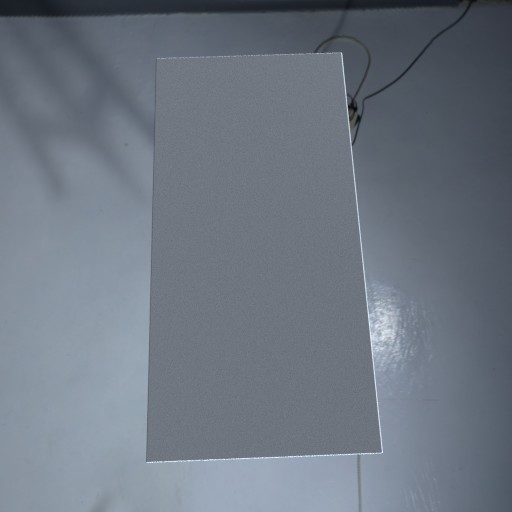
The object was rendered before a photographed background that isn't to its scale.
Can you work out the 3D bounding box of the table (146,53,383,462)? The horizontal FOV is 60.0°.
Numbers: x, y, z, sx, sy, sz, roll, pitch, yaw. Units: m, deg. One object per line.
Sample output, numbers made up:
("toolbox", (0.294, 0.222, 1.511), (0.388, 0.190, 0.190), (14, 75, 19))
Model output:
("table", (0.000, 0.000, 1.277), (0.500, 0.441, 1.000), (-2, 75, -1))
